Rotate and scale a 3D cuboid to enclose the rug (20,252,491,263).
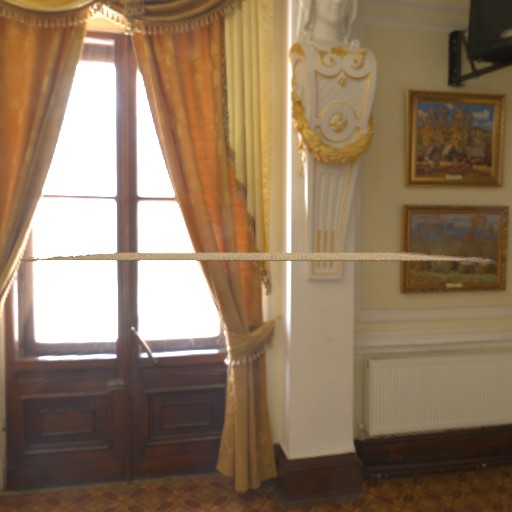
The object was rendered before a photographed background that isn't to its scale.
[{"bbox_3d":[0.000,0.000,3.099,2.523,0.034,1.528,0,2,2],"label":"rug"}]
